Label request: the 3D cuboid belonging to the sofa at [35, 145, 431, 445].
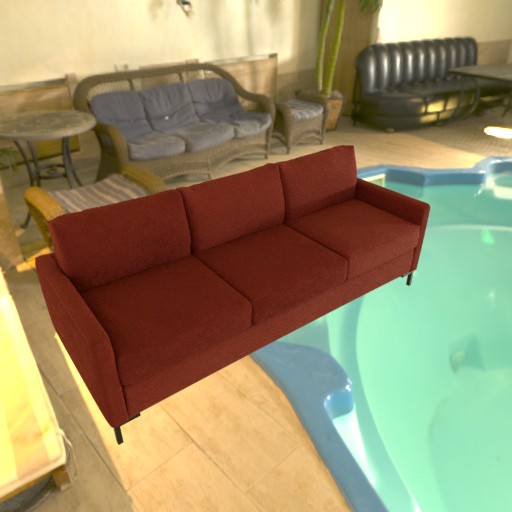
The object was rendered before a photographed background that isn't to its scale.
[{"bbox_3d":[0.000,0.000,2.653,2.252,0.879,0.875,-21,36,-31],"label":"sofa"}]
